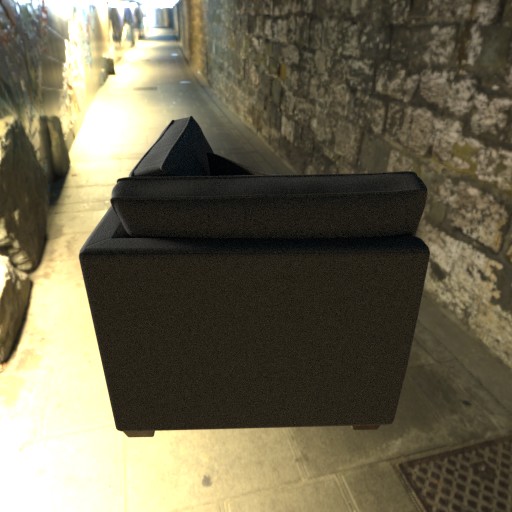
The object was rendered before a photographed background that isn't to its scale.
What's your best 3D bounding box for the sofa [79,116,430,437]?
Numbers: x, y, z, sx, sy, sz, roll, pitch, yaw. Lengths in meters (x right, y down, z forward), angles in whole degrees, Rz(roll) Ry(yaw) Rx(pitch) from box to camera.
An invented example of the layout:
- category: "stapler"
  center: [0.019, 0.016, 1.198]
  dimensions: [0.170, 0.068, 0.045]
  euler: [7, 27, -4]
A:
- category: "sofa"
  center: [0.000, 0.000, 1.955]
  dimensions: [1.084, 1.002, 1.146]
  euler: [-1, 28, -1]
